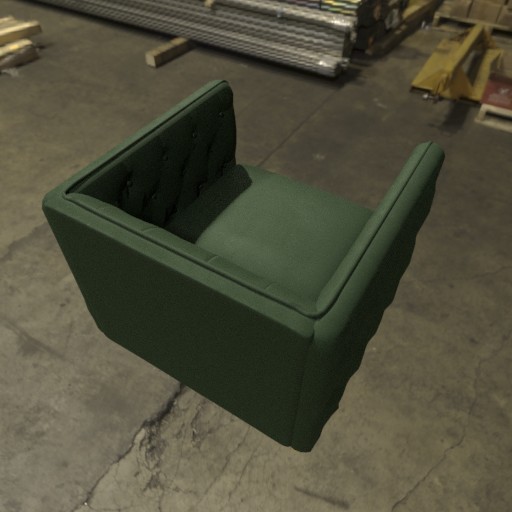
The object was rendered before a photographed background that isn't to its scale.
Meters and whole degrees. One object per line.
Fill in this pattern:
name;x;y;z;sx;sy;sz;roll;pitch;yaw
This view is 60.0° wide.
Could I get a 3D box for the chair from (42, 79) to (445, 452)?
chair;0.000;0.000;1.529;0.917;0.768;0.855;24;52;21
